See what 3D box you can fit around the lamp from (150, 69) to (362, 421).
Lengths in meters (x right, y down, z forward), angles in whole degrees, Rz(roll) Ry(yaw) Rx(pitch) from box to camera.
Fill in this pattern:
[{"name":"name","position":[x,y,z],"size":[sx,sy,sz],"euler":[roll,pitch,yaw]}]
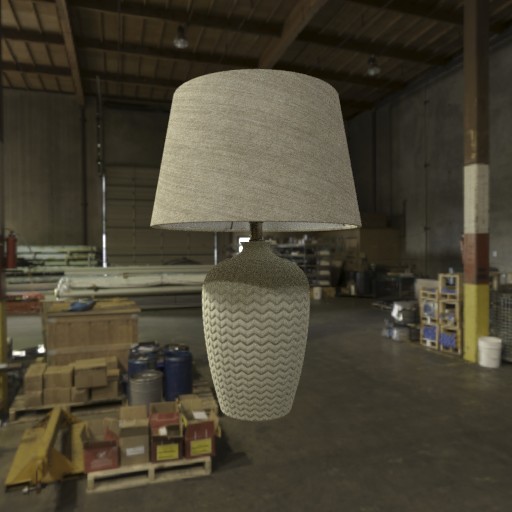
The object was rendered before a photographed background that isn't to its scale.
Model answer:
[{"name":"lamp","position":[0.000,0.000,0.840],"size":[0.390,0.580,0.390],"euler":[0,1,0]}]
